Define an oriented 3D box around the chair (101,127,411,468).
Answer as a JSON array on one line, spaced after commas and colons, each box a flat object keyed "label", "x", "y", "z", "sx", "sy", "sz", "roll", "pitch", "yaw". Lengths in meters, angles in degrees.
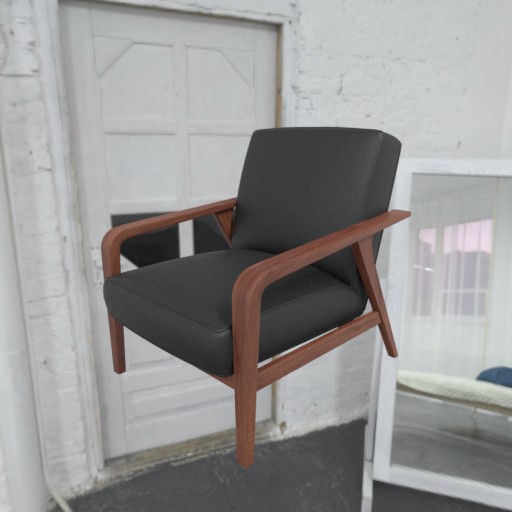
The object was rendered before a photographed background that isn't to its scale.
[{"label": "chair", "x": 0.000, "y": 0.000, "z": 1.535, "sx": 0.719, "sy": 0.861, "sz": 0.889, "roll": 15, "pitch": 22, "yaw": 42}]
